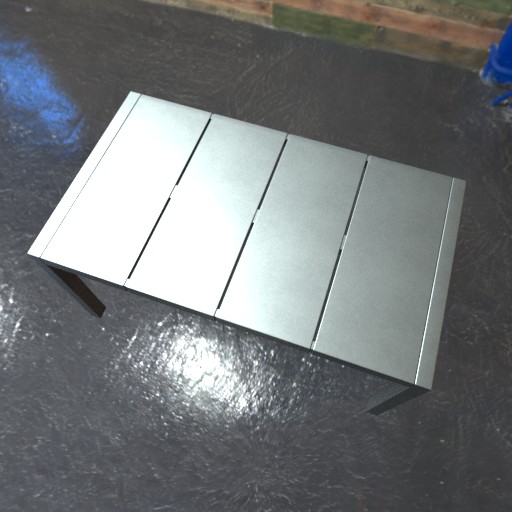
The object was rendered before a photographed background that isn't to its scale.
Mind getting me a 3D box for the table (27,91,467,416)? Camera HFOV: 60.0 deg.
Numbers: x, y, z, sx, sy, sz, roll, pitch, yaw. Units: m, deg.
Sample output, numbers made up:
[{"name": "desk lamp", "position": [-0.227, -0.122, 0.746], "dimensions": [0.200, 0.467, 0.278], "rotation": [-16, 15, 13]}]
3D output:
[{"name": "table", "position": [0.000, 0.000, 1.307], "dimensions": [0.965, 0.460, 0.559], "rotation": [17, 65, 8]}]
